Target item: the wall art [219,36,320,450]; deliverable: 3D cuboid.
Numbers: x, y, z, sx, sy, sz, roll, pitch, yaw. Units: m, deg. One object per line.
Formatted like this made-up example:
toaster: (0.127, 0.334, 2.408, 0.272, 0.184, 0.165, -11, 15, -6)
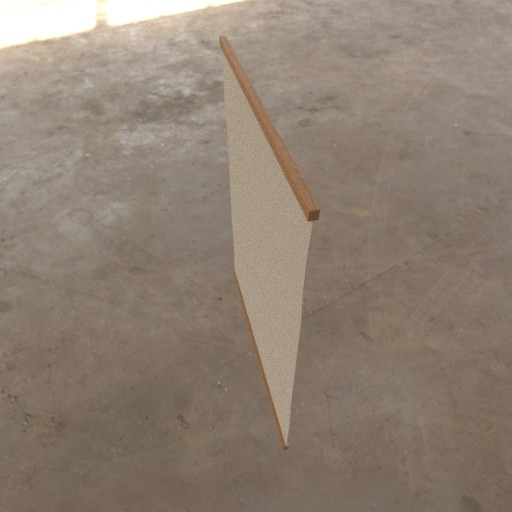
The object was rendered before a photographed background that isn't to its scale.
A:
wall art: (0.000, 0.000, 0.684, 0.010, 0.507, 0.404, -10, 46, -10)
